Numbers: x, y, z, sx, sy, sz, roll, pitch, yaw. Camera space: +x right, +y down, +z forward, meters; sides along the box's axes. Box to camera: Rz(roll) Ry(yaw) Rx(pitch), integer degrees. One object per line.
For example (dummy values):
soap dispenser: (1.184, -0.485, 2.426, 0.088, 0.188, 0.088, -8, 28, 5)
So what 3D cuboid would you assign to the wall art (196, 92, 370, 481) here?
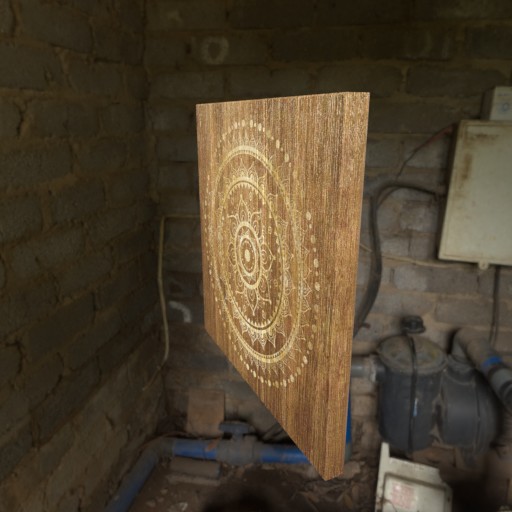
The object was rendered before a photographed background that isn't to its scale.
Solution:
wall art: (0.000, 0.000, 0.910, 0.042, 0.608, 0.611, -8, 19, -24)
